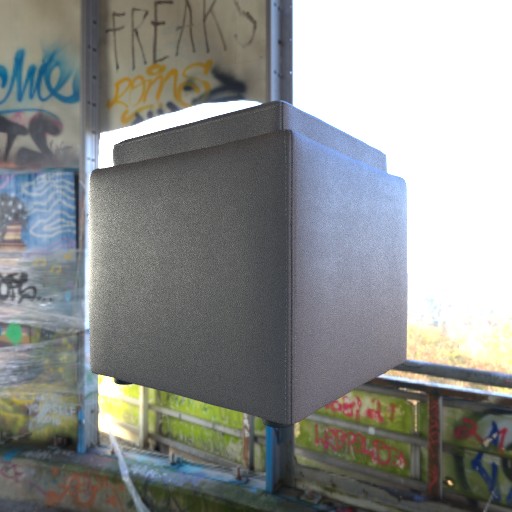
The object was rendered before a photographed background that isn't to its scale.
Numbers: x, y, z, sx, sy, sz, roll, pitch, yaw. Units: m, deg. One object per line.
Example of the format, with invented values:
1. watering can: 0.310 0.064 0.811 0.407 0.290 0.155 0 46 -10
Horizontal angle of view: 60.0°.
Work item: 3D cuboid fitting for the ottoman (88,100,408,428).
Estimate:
1. ottoman: 0.000 0.000 0.848 0.450 0.460 0.451 0 0 37
